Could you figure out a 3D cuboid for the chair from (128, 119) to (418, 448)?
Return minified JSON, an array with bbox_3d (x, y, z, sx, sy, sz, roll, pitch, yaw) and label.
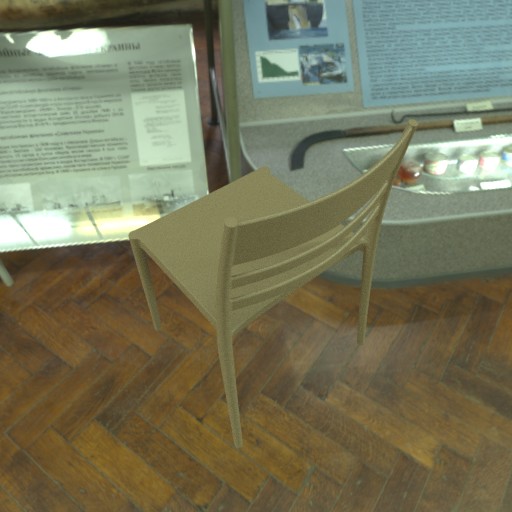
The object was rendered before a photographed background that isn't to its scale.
[{"bbox_3d":[0.000,0.000,1.167,0.531,0.800,0.511,-31,54,-26],"label":"chair"}]
